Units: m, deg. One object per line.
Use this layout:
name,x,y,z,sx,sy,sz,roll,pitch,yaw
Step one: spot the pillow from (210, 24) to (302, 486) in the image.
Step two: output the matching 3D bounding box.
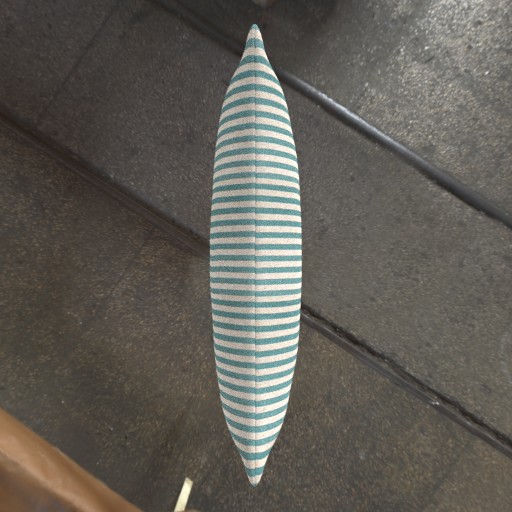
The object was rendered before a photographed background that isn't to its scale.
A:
pillow,0.000,0.000,0.733,0.151,0.295,0.617,0,90,0
